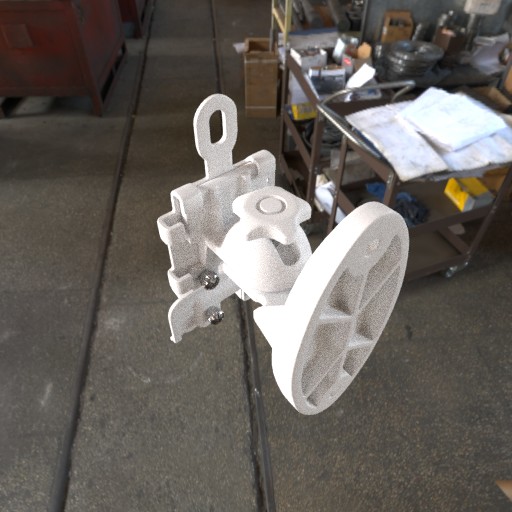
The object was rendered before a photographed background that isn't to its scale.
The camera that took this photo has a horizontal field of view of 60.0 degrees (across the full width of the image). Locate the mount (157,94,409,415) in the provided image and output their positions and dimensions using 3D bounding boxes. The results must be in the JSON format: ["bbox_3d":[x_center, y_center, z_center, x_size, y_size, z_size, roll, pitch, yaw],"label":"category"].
[{"bbox_3d":[0.000,0.000,0.178,0.066,0.118,0.100,-30,53,-26],"label":"mount"}]
